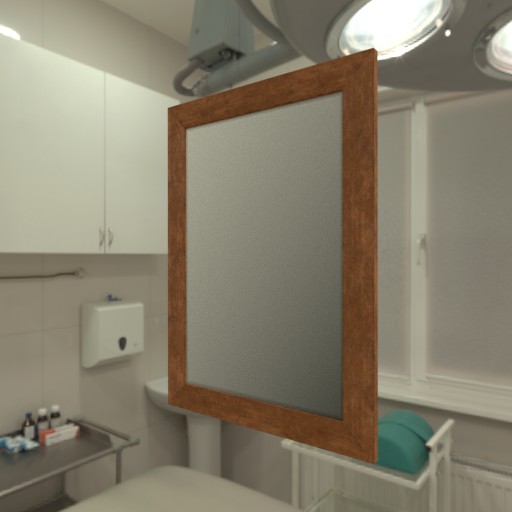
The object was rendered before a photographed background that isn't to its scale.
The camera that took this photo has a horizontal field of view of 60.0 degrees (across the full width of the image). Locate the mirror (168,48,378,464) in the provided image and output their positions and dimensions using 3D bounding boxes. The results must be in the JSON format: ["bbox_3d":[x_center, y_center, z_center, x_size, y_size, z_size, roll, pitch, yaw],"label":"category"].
[{"bbox_3d":[0.000,0.000,1.415,0.796,1.099,0.028,0,0,37],"label":"mirror"}]
